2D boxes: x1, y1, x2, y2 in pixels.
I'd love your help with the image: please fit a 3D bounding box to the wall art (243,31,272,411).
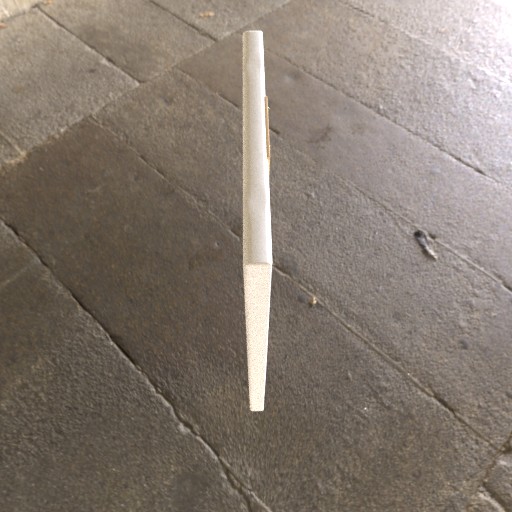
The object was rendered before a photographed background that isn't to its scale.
[{"bbox_3d":[0.000,0.000,1.192,0.048,0.902,0.602,-1,58,-1],"label":"wall art"}]
